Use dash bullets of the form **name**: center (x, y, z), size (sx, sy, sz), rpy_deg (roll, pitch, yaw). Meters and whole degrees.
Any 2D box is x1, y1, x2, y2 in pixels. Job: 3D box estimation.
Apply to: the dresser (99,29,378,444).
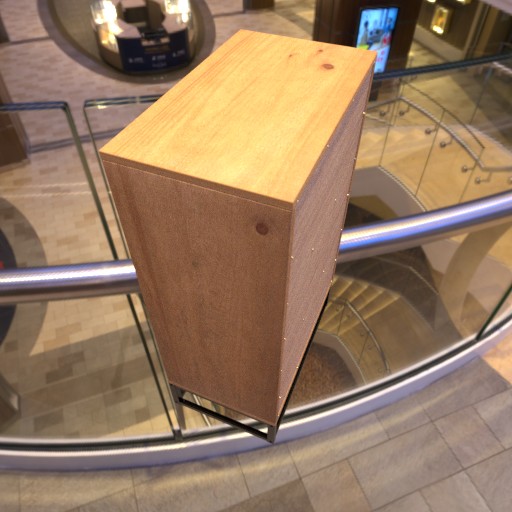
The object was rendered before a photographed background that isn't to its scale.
- **dresser**: center (0.000, 0.000, 1.600), size (0.479, 1.240, 0.761), rpy_deg (17, 49, 15)
